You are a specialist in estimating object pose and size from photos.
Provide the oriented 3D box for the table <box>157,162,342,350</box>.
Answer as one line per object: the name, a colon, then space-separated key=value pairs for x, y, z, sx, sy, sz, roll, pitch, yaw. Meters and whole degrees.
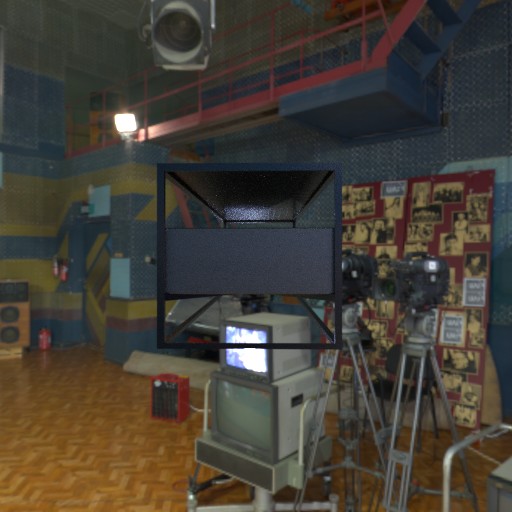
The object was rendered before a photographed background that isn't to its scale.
table: x=0.000 y=0.000 z=1.682 sx=0.399 sy=0.395 sz=1.486 roll=0 pitch=0 yaw=1
